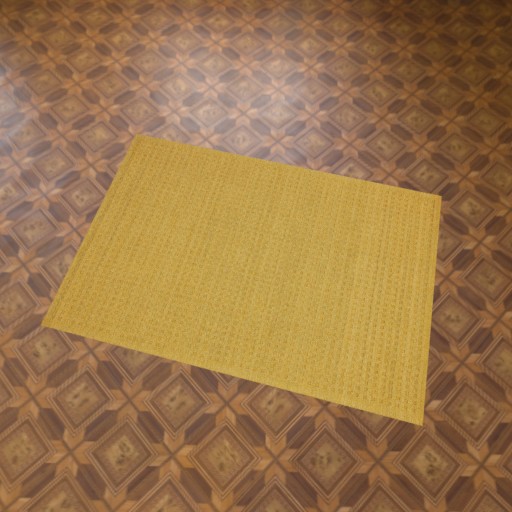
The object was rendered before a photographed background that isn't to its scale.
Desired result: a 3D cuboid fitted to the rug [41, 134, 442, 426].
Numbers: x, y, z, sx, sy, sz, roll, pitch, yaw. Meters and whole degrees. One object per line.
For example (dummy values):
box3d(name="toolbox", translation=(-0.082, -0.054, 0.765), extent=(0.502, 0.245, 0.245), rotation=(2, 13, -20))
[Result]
box3d(name="rug", translation=(0.000, 0.000, 3.672), extent=(2.895, 0.006, 1.981), rotation=(13, 64, 7))
